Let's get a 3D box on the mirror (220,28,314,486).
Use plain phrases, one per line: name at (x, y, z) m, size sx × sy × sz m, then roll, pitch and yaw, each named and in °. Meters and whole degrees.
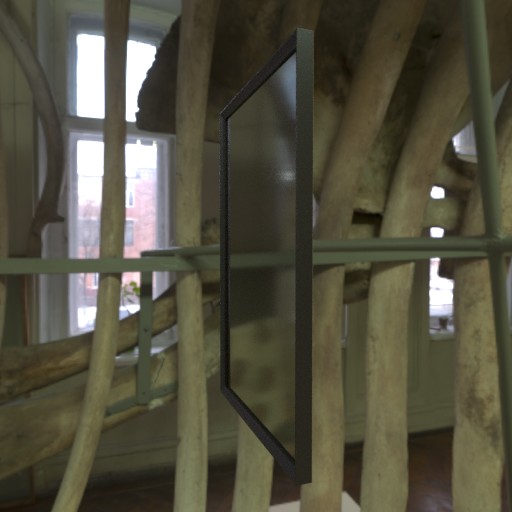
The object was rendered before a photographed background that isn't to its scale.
mirror at (0.000, 0.000, 1.178) m, size 0.041 × 0.915 × 0.609 m, roll -1°, pitch 2°, yaw -19°
